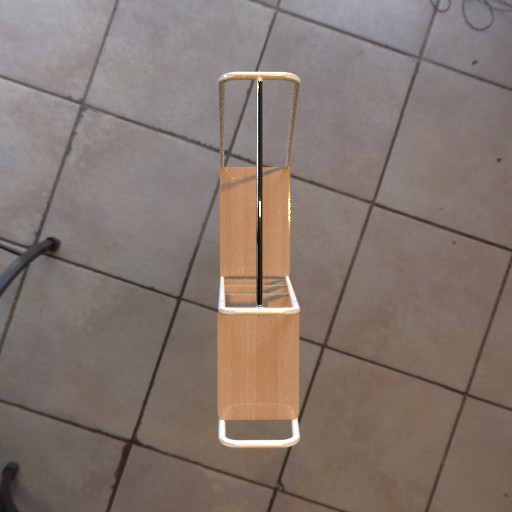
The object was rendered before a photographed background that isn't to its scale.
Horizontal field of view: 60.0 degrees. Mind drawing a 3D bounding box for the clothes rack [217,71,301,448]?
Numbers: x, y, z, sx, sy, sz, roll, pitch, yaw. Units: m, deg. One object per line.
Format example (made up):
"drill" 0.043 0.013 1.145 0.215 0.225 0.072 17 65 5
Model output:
"clothes rack" 0.000 0.000 1.929 0.400 1.500 1.011 0 91 -1
